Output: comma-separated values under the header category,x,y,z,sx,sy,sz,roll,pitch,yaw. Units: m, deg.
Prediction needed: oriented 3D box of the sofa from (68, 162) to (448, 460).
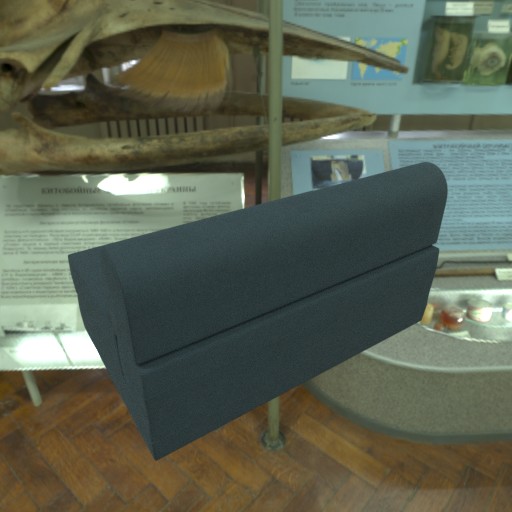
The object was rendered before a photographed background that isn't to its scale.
category,x,y,z,sx,sy,sz,roll,pitch,yaw
sofa,0.000,0.000,1.689,1.219,0.660,0.762,-18,34,-29
